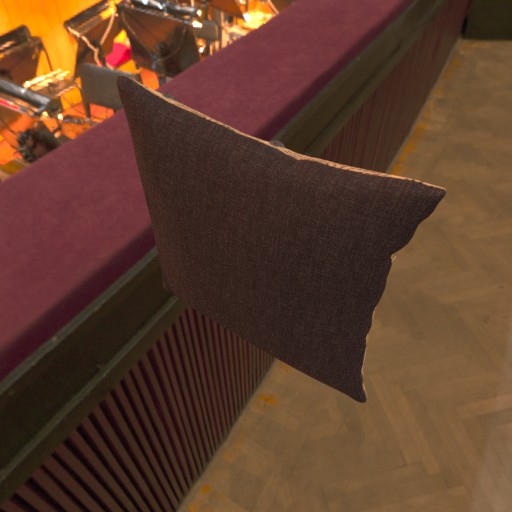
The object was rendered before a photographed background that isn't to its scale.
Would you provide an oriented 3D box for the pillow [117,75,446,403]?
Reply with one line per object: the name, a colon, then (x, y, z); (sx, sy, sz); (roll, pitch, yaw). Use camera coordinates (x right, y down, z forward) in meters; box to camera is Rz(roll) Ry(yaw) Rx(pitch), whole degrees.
pillow: (0.000, 0.000, 0.762); (0.510, 0.510, 0.145); (26, 52, 23)
